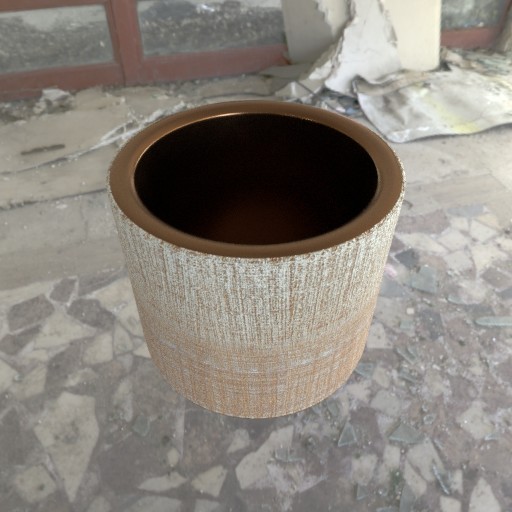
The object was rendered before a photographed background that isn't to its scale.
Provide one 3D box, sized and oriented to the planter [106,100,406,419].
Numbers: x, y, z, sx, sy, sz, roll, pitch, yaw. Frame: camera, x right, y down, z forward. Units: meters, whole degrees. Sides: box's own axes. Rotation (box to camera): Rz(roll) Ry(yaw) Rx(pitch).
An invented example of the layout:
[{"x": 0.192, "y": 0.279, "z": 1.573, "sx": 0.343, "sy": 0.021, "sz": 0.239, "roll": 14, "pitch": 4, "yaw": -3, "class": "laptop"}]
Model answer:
[{"x": 0.000, "y": 0.000, "z": 0.194, "sx": 0.109, "sy": 0.096, "sz": 0.109, "roll": 0, "pitch": 43, "yaw": 0, "class": "planter"}]
